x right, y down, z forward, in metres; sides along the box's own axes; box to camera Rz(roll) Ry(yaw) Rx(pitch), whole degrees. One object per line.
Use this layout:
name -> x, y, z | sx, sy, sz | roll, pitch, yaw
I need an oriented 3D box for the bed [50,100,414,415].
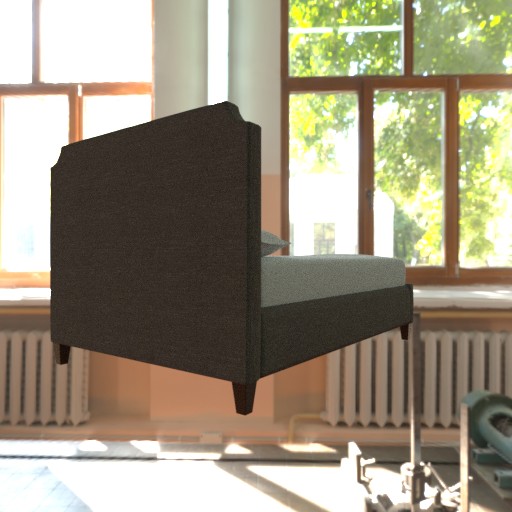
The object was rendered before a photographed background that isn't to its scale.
bed -> 0.000, 0.000, 3.436 | 1.713, 1.457, 2.381 | 0, 0, 37
